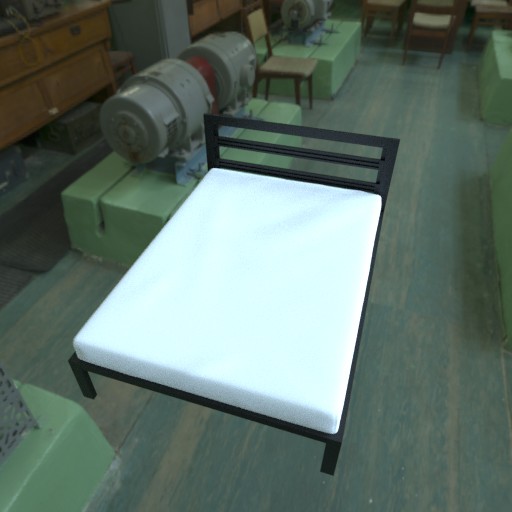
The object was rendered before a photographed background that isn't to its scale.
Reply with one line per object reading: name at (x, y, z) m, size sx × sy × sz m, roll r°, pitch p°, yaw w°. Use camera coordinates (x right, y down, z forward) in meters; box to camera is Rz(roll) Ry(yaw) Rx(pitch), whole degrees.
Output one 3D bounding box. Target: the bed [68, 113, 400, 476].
bed at (0.000, 0.000, 2.942) m, size 1.524 × 0.967 × 2.062 m, roll 12°, pitch 42°, yaw 14°
